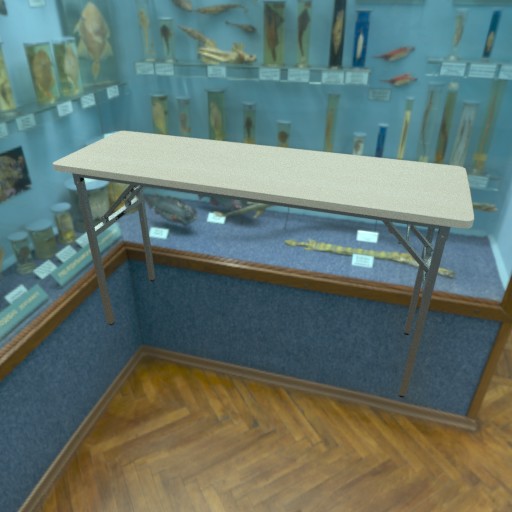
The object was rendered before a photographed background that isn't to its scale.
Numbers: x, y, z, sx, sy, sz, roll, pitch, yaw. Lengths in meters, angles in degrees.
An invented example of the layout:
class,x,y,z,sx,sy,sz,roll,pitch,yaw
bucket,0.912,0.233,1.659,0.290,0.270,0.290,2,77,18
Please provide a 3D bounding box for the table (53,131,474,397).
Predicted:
class,x,y,z,sx,sy,sz,roll,pitch,yaw
table,0.000,0.000,1.757,1.397,0.750,0.446,10,33,16
